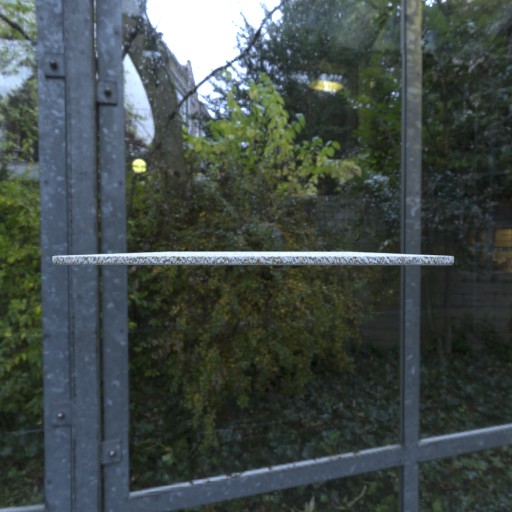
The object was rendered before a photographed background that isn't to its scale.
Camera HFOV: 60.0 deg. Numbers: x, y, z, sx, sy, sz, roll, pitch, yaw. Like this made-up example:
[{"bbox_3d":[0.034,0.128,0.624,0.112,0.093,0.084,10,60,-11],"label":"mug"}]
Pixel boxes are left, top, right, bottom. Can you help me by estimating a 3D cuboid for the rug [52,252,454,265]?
[{"bbox_3d":[0.000,0.000,2.098,1.200,0.027,1.600,0,1,1],"label":"rug"}]
